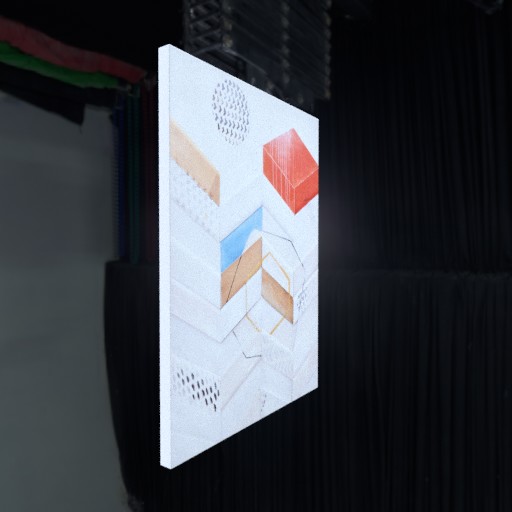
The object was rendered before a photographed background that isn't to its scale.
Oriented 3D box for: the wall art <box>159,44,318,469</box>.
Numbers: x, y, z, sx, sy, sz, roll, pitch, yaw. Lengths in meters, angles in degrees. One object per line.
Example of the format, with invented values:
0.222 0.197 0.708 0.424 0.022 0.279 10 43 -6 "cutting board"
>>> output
0.000 0.000 1.655 0.046 1.221 0.914 1 2 35 "wall art"
